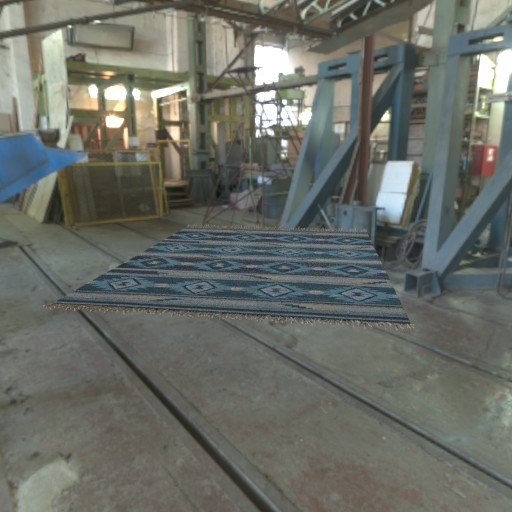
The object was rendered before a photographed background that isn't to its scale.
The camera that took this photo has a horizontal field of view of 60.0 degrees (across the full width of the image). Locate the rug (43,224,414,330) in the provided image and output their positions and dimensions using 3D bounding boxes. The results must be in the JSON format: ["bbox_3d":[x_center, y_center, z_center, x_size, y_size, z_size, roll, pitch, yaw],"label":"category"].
[{"bbox_3d":[0.000,0.000,4.380,2.418,0.047,3.307,2,14,9],"label":"rug"}]
